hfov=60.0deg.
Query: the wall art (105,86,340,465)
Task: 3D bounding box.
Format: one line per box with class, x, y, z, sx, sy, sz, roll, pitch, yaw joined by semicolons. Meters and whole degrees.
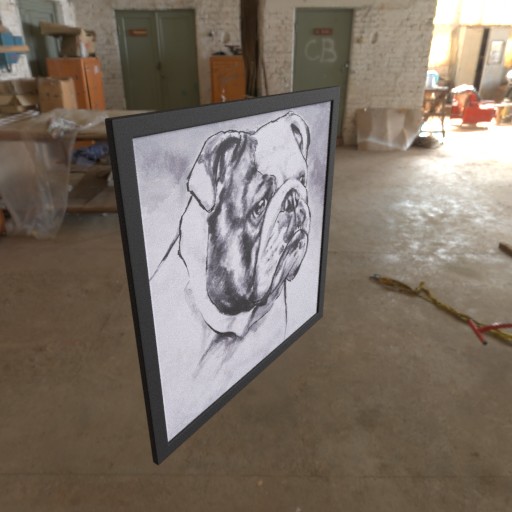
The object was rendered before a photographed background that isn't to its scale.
wall art;0.000;0.000;0.825;0.012;0.558;0.562;18;31;33
